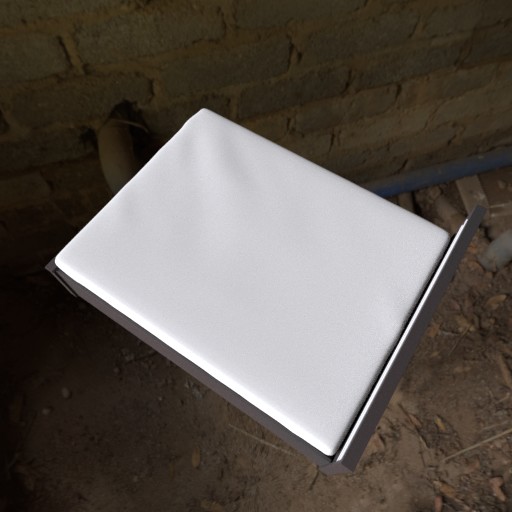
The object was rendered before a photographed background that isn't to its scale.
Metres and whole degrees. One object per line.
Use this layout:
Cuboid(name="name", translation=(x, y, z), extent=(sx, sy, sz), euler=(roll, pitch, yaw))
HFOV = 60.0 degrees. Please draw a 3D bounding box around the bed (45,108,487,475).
Cuboid(name="bed", translation=(0.000, 0.000, 2.857), extent=(2.103, 0.808, 1.634), euler=(31, 67, 15))
